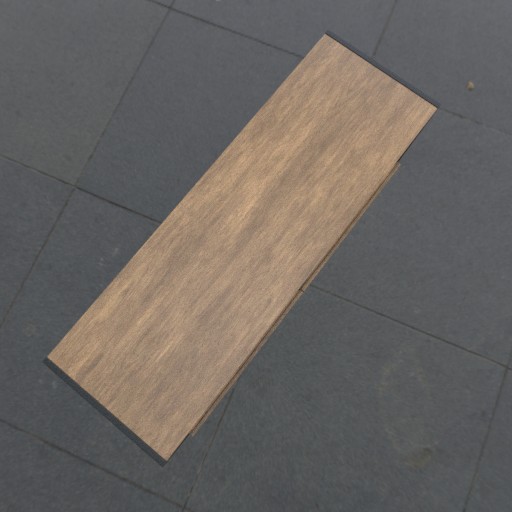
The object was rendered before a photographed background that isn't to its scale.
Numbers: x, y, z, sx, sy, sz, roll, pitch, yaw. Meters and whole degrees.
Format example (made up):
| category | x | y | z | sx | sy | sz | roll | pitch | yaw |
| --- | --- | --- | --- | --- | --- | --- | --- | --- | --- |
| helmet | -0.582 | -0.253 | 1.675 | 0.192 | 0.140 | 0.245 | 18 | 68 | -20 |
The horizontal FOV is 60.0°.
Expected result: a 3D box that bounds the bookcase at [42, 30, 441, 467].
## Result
| category | x | y | z | sx | sy | sz | roll | pitch | yaw |
| --- | --- | --- | --- | --- | --- | --- | --- | --- | --- |
| bookcase | 0.000 | 0.000 | 1.466 | 0.391 | 0.712 | 1.149 | 37 | 80 | 8 |
